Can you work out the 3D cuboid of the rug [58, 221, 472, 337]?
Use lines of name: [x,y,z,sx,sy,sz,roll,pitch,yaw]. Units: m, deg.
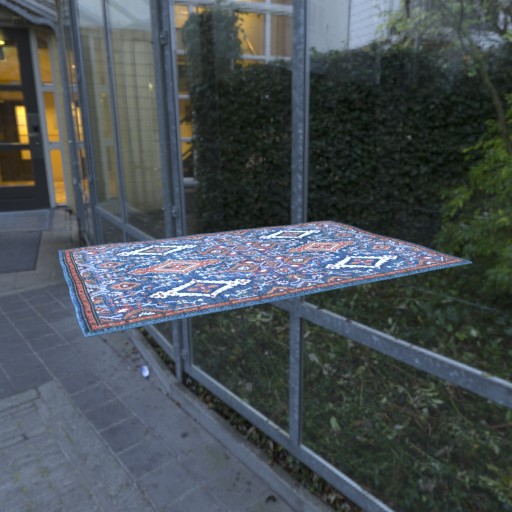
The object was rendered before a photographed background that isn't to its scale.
rug: [0.000,0.000,2.324,1.847,0.014,1.195,-8,18,-26]
